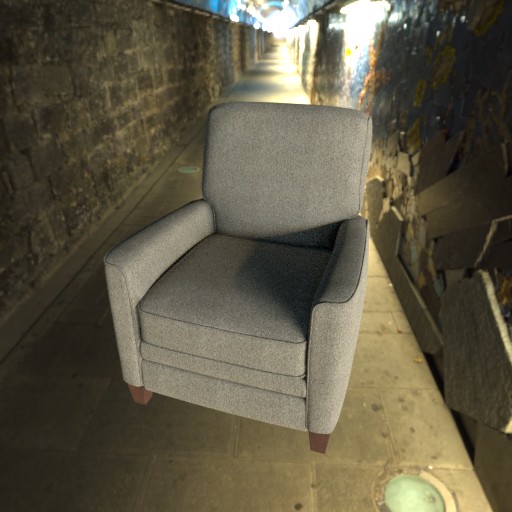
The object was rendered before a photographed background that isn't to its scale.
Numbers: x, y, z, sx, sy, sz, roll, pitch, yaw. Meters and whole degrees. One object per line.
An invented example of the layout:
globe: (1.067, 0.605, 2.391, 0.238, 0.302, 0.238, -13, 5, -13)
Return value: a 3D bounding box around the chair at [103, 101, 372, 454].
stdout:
chair: (0.000, 0.000, 1.700, 0.841, 1.028, 0.858, 9, 28, 16)
